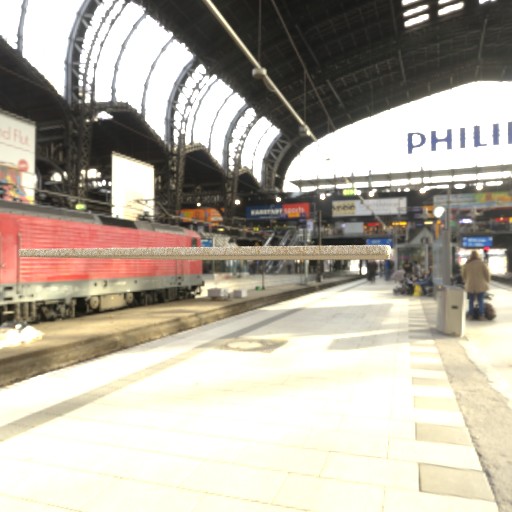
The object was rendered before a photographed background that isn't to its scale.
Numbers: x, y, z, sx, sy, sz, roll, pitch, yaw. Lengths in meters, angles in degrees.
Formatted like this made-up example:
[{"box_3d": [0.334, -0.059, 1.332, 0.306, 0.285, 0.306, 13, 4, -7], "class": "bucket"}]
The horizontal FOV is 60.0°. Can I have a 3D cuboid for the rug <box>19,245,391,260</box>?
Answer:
[{"box_3d": [0.000, 0.000, 2.075, 1.200, 0.027, 1.600, 0, -1, 17], "class": "rug"}]
